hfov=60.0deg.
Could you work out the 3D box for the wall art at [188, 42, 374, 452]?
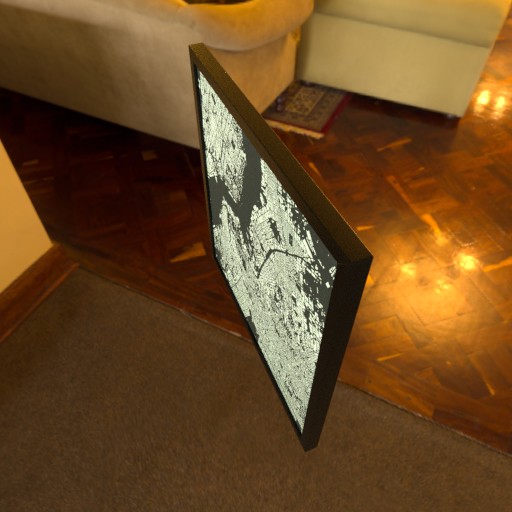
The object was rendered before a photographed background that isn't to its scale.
[{"bbox_3d":[0.000,0.000,1.121,0.038,0.761,0.755,-17,50,-15],"label":"wall art"}]
